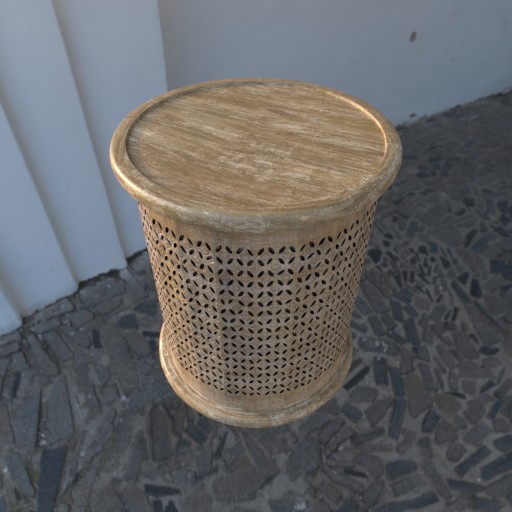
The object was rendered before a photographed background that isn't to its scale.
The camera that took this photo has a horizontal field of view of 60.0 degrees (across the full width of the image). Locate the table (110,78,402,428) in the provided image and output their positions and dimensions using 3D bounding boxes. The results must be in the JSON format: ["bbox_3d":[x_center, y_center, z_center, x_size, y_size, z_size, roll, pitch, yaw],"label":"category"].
[{"bbox_3d":[0.000,0.000,0.789,0.407,0.482,0.407,0,43,0],"label":"table"}]
